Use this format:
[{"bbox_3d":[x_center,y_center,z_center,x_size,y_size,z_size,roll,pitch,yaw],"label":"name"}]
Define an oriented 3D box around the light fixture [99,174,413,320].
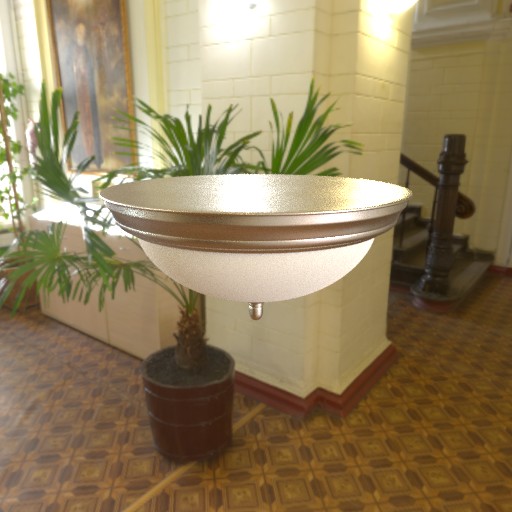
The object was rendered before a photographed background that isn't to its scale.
[{"bbox_3d":[0.000,0.000,0.434,0.280,0.135,0.280,0,15,0],"label":"light fixture"}]
